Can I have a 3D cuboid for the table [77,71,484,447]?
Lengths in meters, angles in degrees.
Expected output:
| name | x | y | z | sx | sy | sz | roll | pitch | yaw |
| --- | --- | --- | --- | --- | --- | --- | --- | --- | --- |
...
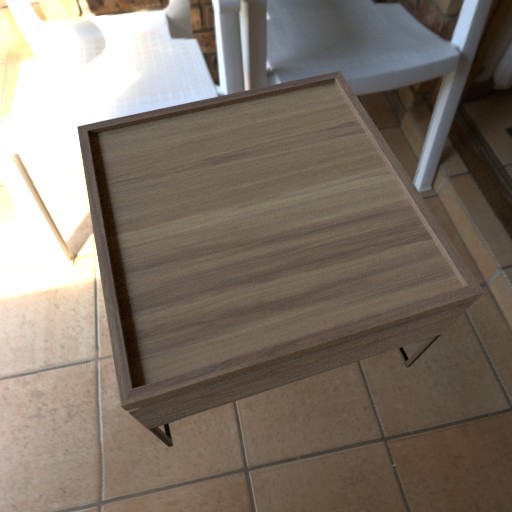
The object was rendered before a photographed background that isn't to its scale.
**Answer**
| name | x | y | z | sx | sy | sz | roll | pitch | yaw |
| --- | --- | --- | --- | --- | --- | --- | --- | --- | --- |
| table | 0.000 | 0.000 | 1.135 | 0.679 | 0.464 | 0.676 | -15 | 60 | -9 |
